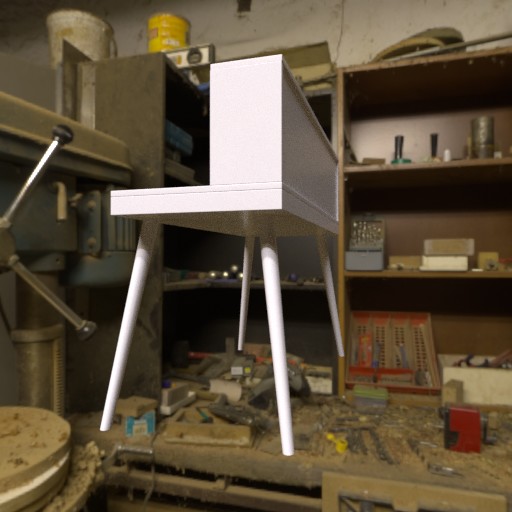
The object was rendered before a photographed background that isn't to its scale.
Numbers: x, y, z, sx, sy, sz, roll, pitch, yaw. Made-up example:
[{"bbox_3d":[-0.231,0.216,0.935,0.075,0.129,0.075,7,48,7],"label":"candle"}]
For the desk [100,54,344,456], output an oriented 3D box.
[{"bbox_3d":[0.000,0.000,1.740,0.559,0.990,1.199,0,-1,17],"label":"desk"}]
